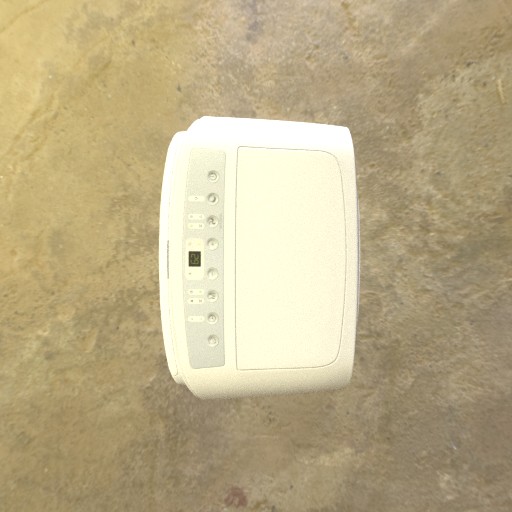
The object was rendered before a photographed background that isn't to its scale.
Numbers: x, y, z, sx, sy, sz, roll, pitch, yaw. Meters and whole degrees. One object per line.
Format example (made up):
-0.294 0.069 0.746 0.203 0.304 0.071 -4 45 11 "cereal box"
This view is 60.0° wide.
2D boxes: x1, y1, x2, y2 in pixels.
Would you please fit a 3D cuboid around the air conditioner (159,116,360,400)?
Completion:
0.000 0.000 0.957 0.365 0.700 0.454 0 91 0 "air conditioner"
